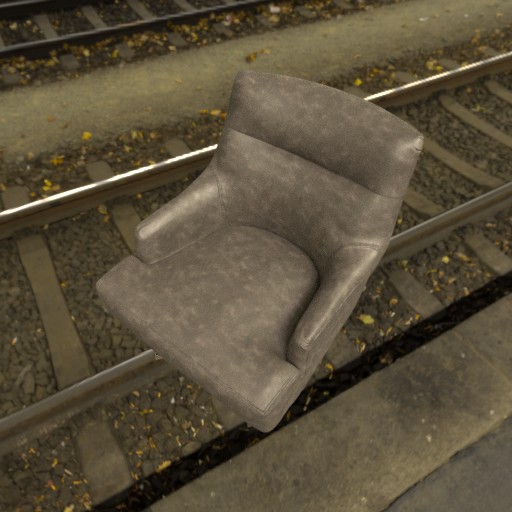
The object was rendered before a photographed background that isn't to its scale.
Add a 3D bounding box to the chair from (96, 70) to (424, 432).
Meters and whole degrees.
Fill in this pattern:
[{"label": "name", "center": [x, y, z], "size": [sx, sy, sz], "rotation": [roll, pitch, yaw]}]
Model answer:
[{"label": "chair", "center": [0.000, 0.000, 1.510], "size": [0.738, 0.870, 0.874], "rotation": [30, 54, 25]}]
